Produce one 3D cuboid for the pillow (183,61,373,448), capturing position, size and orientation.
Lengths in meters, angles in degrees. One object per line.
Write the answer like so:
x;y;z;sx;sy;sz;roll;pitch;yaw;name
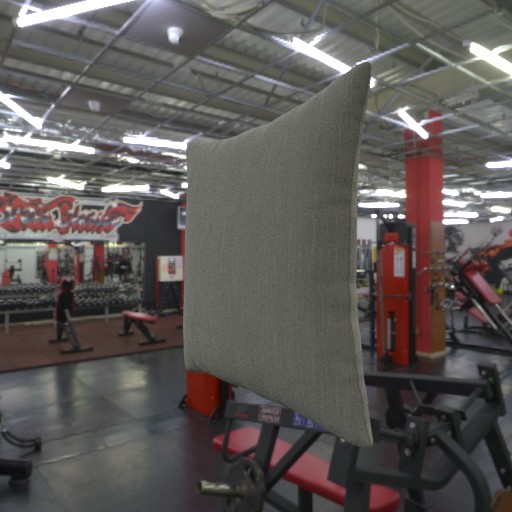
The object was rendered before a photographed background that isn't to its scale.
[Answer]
0.000;0.000;0.783;0.161;0.509;0.511;0;0;-36;pillow
